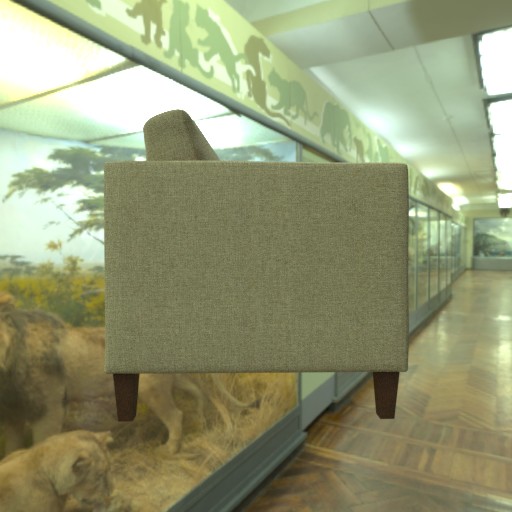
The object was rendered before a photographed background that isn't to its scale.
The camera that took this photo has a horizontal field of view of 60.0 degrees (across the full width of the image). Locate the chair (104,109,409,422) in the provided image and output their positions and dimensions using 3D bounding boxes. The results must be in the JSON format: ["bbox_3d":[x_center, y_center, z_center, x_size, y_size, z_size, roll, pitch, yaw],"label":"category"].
[{"bbox_3d":[0.000,0.000,1.852,0.959,0.987,1.107,0,2,-1],"label":"chair"}]
